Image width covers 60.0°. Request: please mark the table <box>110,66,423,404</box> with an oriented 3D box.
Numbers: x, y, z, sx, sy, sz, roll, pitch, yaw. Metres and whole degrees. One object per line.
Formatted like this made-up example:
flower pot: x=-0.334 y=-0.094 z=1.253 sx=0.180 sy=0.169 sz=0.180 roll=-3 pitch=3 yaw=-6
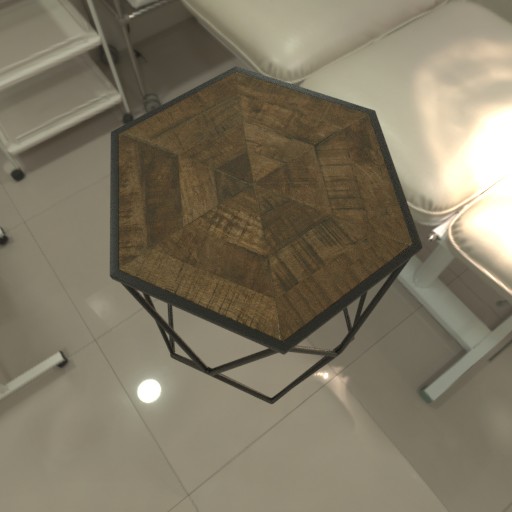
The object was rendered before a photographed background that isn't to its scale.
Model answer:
table: x=0.000 y=0.000 z=1.030 sx=0.578 sy=0.564 sz=0.579 roll=-34 pitch=69 yaw=-15
